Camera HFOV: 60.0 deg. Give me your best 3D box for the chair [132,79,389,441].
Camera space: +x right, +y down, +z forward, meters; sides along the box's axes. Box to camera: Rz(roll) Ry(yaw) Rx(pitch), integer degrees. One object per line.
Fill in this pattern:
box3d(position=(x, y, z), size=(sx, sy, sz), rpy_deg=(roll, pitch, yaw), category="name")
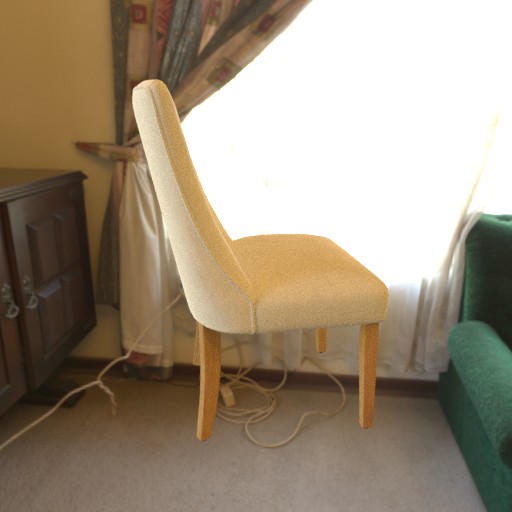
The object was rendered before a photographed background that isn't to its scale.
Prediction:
box3d(position=(0.000, 0.000, 1.265), size=(0.610, 0.902, 0.495), rpy_deg=(-3, 17, -9), category="chair")
